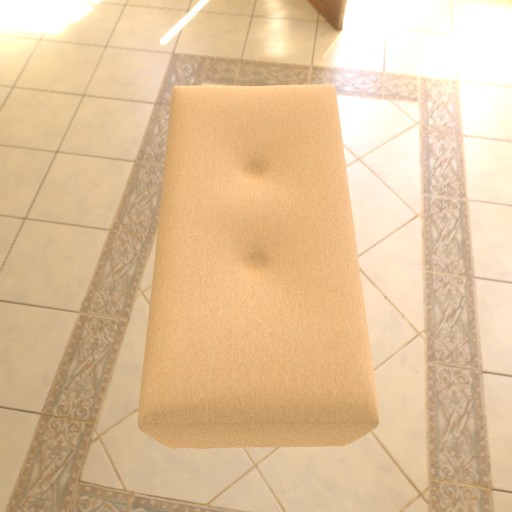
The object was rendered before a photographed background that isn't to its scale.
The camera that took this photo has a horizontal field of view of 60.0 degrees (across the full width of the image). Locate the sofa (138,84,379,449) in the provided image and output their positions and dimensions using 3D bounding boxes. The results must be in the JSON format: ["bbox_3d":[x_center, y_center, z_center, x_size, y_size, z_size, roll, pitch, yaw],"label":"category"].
[{"bbox_3d":[0.000,0.000,1.198,0.480,0.470,0.930,-1,62,0],"label":"sofa"}]
